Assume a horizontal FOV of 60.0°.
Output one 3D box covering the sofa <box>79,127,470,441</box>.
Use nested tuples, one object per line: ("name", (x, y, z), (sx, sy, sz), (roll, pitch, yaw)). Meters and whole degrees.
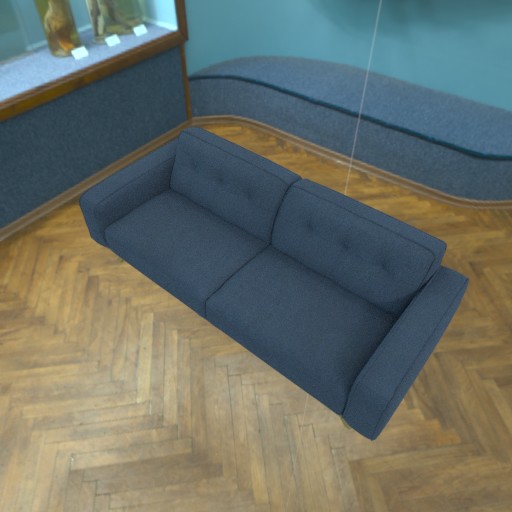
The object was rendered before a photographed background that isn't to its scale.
("sofa", (0.000, 0.000, 2.756), (2.270, 0.782, 0.953), (31, 54, 26))
